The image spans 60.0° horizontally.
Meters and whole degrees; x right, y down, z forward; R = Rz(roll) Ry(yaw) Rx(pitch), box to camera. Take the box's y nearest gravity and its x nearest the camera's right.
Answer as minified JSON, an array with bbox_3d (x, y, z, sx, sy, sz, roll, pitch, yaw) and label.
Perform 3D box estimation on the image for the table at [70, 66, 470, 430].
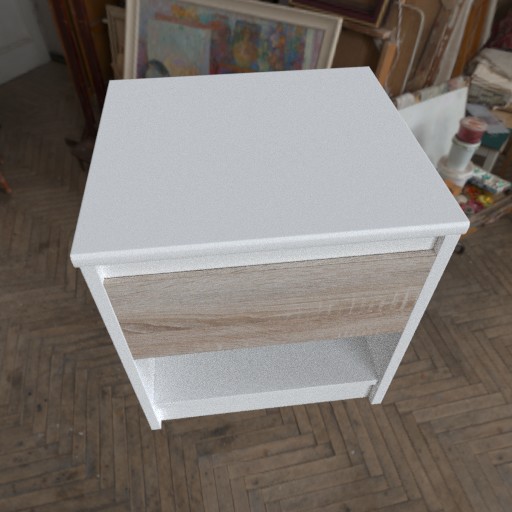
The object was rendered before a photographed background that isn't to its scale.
[{"bbox_3d":[0.000,0.000,0.756,0.420,0.460,0.380,-5,48,-5],"label":"table"}]
